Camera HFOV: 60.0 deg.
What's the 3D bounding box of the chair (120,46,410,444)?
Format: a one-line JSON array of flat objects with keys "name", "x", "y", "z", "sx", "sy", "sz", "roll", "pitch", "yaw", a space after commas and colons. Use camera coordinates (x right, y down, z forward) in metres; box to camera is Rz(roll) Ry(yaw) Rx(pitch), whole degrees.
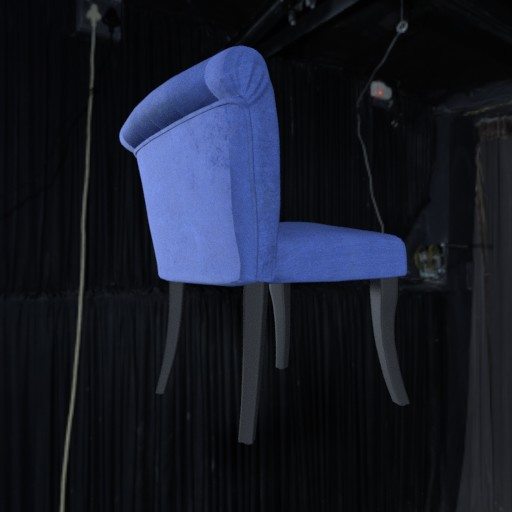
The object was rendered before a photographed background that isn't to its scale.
[{"name": "chair", "x": 0.000, "y": 0.000, "z": 1.152, "sx": 0.606, "sy": 0.753, "sz": 0.585, "roll": 1, "pitch": -1, "yaw": -36}]
